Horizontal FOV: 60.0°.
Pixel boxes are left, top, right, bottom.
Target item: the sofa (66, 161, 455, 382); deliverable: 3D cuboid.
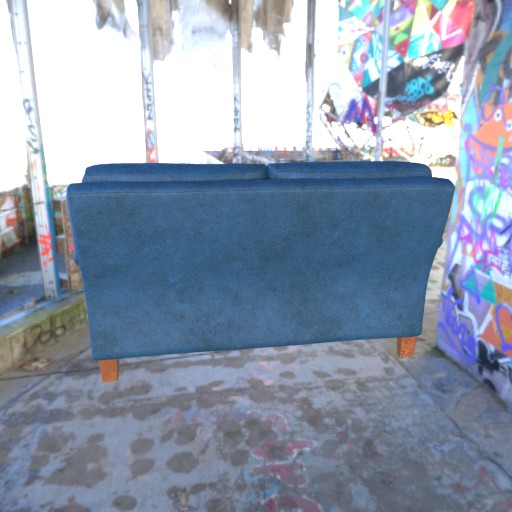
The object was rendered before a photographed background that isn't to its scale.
[{"bbox_3d":[0.000,0.000,2.590,1.853,1.101,1.084,-2,15,-9],"label":"sofa"}]
